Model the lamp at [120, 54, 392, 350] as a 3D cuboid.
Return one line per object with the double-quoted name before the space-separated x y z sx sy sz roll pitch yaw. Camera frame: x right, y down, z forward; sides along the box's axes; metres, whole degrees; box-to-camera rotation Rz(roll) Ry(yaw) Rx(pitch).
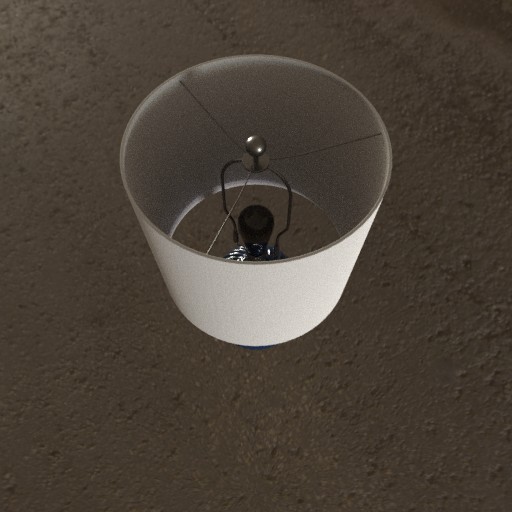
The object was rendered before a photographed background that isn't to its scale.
"lamp" 0.000 0.000 0.491 0.203 0.368 0.203 18 63 9
